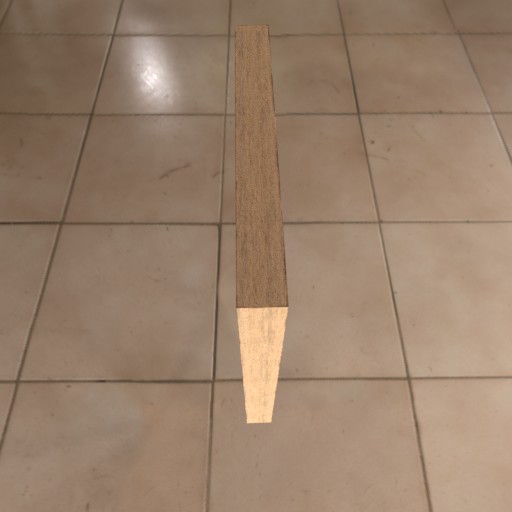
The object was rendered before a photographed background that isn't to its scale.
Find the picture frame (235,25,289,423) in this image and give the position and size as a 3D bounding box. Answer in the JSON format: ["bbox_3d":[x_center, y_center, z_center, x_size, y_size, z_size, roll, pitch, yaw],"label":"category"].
[{"bbox_3d":[0.000,0.000,0.723,0.046,0.526,0.421,-1,59,-1],"label":"picture frame"}]
